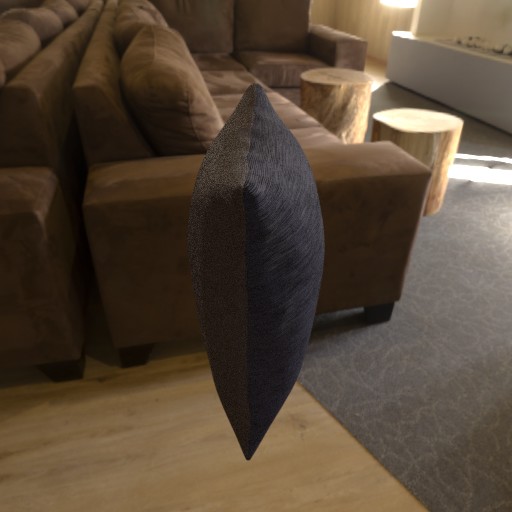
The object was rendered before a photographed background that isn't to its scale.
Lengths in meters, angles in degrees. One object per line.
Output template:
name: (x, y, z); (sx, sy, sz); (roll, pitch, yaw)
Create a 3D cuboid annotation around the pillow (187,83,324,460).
pillow: (0.000, 0.000, 0.705); (0.204, 0.439, 0.452); (1, 33, 1)
